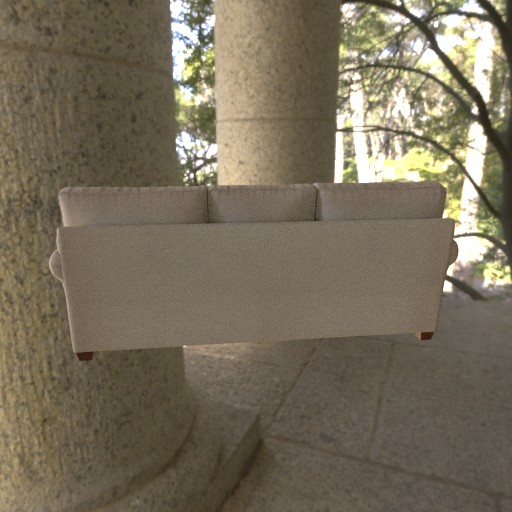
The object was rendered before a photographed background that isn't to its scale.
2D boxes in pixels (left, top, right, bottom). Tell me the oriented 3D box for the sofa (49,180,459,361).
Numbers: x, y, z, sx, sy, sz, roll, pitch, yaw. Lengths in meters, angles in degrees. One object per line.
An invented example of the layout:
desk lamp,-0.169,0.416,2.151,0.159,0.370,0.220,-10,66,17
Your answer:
sofa,0.000,0.000,2.866,2.312,0.975,0.965,-2,13,-8
